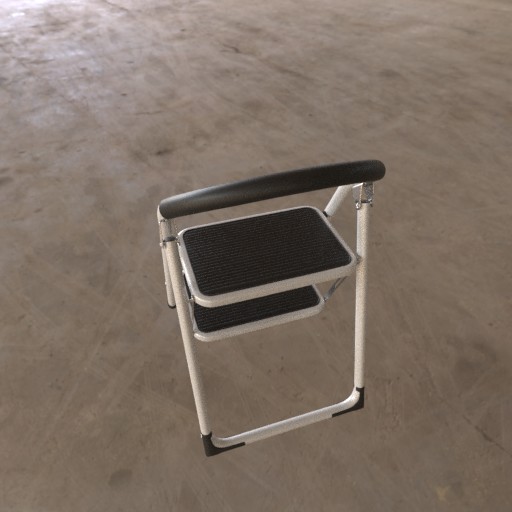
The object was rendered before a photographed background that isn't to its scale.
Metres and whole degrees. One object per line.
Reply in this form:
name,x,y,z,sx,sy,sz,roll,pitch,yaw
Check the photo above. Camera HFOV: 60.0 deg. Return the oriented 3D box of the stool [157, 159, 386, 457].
stool,0.000,0.000,1.104,0.453,0.760,0.559,-12,42,-14
